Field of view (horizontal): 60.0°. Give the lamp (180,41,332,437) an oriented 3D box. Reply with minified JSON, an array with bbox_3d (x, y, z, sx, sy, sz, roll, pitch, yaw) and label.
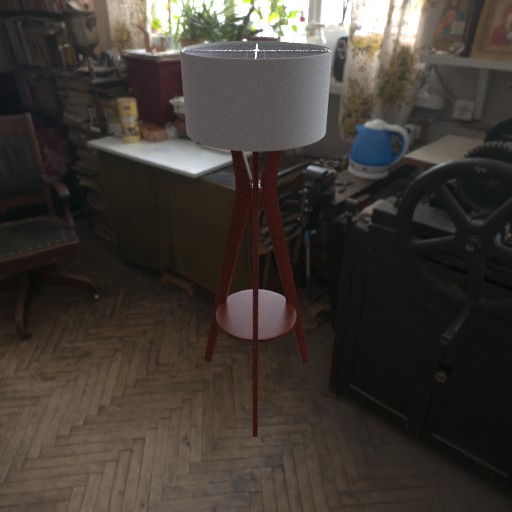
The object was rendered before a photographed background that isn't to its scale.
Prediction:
[{"bbox_3d":[0.000,0.000,1.737,0.539,1.472,0.542,0,31,1],"label":"lamp"}]
